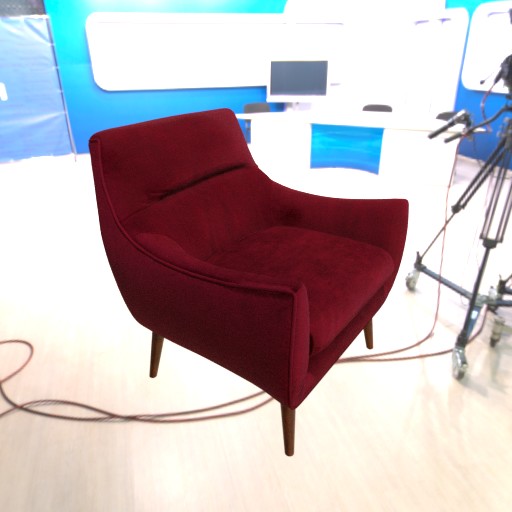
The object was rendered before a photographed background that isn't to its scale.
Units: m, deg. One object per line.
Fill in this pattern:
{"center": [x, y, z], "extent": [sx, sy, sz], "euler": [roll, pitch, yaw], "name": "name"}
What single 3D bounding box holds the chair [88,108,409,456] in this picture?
{"center": [0.000, 0.000, 1.470], "extent": [0.787, 0.838, 0.762], "euler": [17, 31, 31], "name": "chair"}
